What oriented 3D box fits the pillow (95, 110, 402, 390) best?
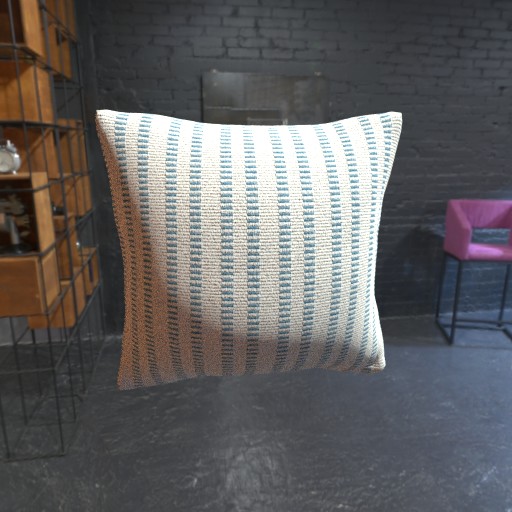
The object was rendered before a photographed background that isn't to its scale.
[{"bbox_3d":[0.000,0.000,0.671,0.438,0.419,0.247,-2,14,-8],"label":"pillow"}]
